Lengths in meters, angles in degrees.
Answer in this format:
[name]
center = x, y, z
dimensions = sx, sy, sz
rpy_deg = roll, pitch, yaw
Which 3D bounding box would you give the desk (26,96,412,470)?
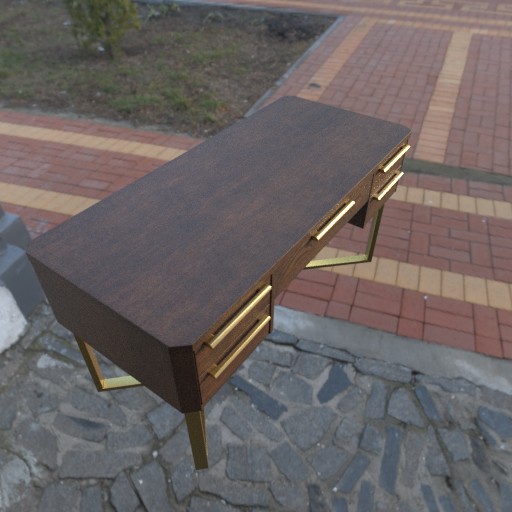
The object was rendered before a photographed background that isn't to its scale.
[desk]
center = 0.000, 0.000, 1.873
dimensions = 0.684, 0.762, 1.479
rpy_deg = 25, 47, 26
